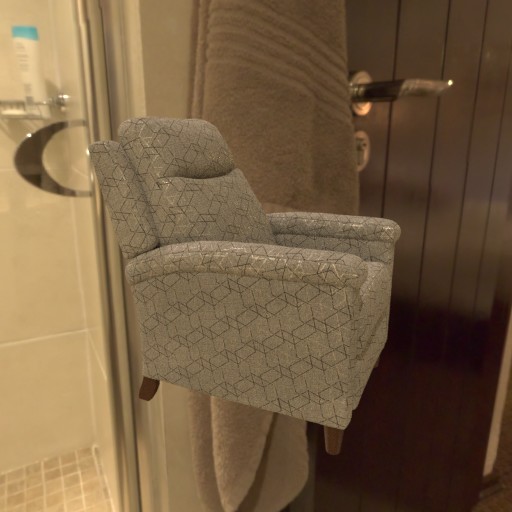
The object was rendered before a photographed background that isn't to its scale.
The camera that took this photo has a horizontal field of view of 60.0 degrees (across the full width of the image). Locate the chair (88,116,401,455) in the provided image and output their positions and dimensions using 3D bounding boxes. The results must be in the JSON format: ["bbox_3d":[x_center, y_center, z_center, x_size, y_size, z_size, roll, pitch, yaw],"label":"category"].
[{"bbox_3d":[0.000,0.000,1.736,0.987,1.048,0.753,7,17,25],"label":"chair"}]
